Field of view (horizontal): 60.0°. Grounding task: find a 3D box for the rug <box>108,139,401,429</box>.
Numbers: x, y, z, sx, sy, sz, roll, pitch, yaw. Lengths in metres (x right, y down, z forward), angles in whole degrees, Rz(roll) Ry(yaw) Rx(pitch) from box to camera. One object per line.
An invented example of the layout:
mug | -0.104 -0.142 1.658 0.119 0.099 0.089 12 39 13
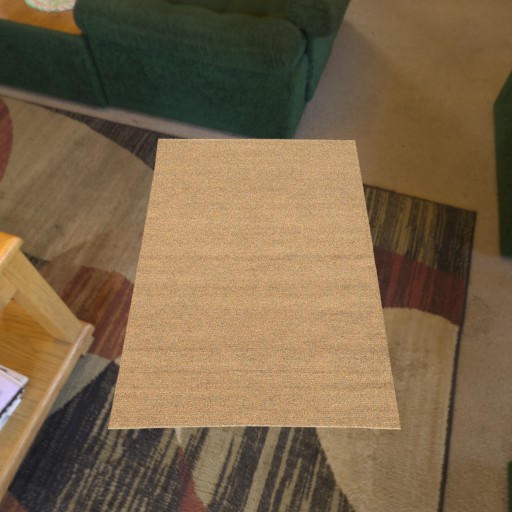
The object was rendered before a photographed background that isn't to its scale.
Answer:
rug | 0.000 0.000 3.044 1.624 0.030 2.264 0 58 0
